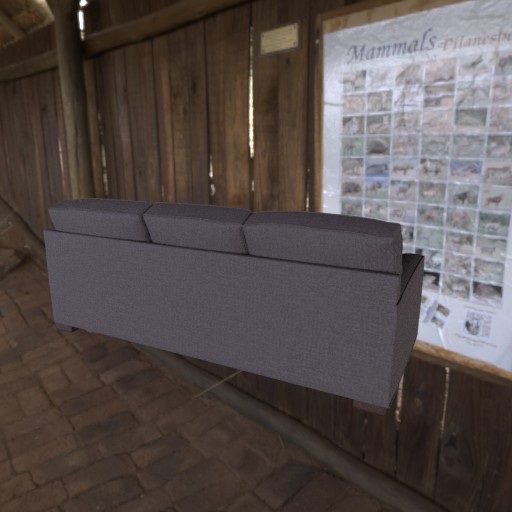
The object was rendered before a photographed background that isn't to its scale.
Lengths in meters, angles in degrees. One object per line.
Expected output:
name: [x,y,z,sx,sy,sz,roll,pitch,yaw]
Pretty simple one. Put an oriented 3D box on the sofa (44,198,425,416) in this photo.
sofa: [0.000,0.000,3.326,2.370,0.973,1.790,7,16,26]
